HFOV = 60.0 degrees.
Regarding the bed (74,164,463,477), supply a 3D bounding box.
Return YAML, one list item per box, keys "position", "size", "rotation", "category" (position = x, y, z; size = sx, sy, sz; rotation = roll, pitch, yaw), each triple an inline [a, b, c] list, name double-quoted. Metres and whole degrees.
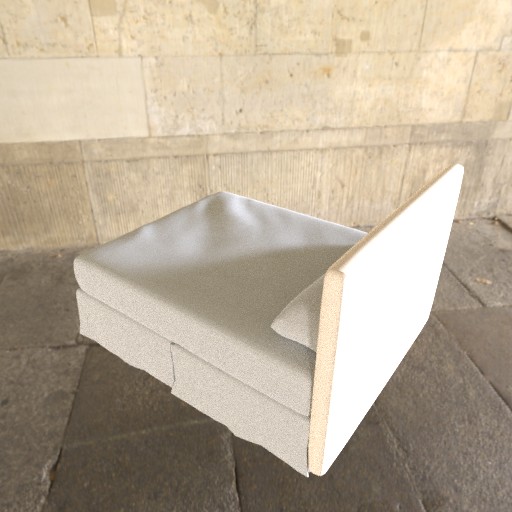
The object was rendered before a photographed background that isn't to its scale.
- position: [0.000, 0.000, 3.136]
  size: [2.142, 1.330, 1.748]
  rotation: [20, 36, 31]
  category: "bed"
